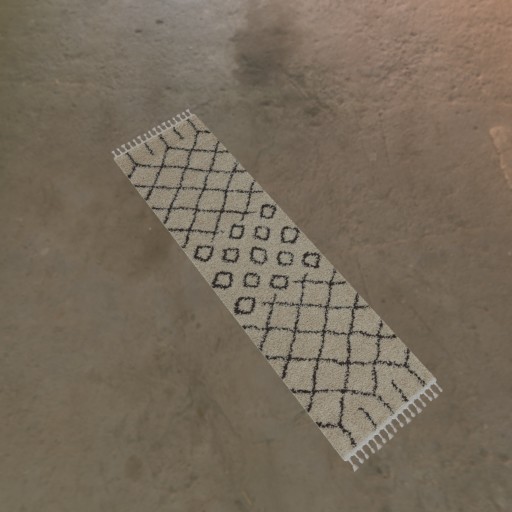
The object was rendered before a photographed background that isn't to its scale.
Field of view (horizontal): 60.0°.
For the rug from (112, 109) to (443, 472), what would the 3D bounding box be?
[{"bbox_3d":[0.000,0.000,2.688,0.660,0.005,2.464,-34,69,-15],"label":"rug"}]
